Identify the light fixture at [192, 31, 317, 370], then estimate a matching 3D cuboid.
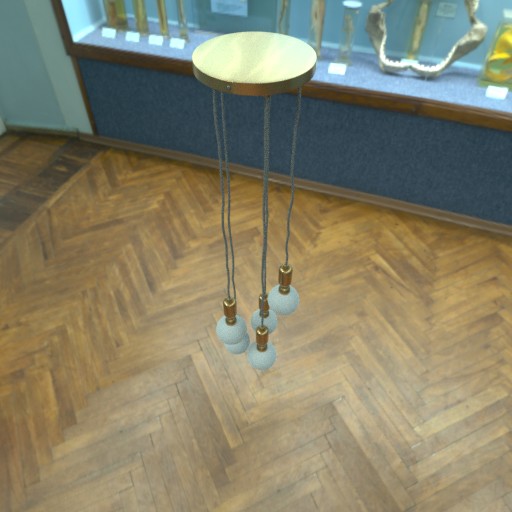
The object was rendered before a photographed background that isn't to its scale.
[{"bbox_3d":[0.000,0.000,0.509,0.108,0.457,0.105,16,49,15],"label":"light fixture"}]
